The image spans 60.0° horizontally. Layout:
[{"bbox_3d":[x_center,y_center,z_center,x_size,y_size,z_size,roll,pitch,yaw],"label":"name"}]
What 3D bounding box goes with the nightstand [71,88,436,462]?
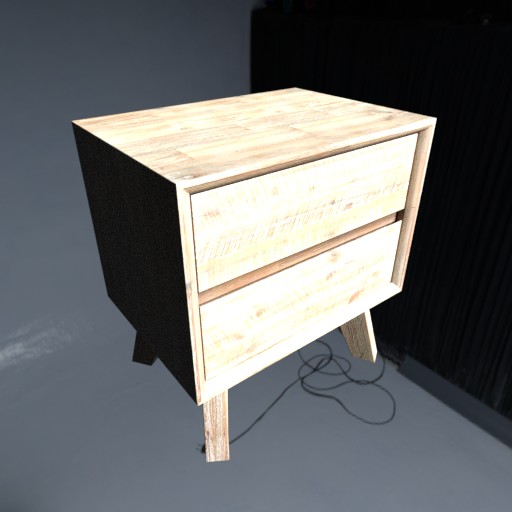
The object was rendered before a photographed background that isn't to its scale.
[{"bbox_3d":[0.000,0.000,0.973,0.552,0.589,0.396,-21,37,-32],"label":"nightstand"}]
